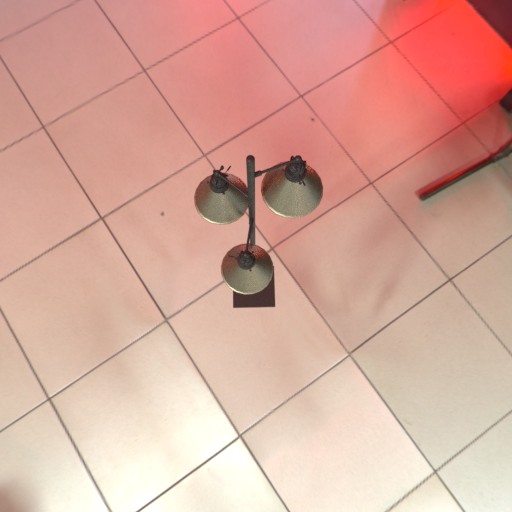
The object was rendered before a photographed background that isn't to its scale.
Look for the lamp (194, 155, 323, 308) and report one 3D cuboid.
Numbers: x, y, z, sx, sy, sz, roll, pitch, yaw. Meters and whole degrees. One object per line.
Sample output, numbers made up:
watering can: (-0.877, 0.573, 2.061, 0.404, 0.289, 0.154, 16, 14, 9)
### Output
lamp: (0.000, 0.000, 1.911, 0.428, 1.716, 0.415, -2, 75, 0)
